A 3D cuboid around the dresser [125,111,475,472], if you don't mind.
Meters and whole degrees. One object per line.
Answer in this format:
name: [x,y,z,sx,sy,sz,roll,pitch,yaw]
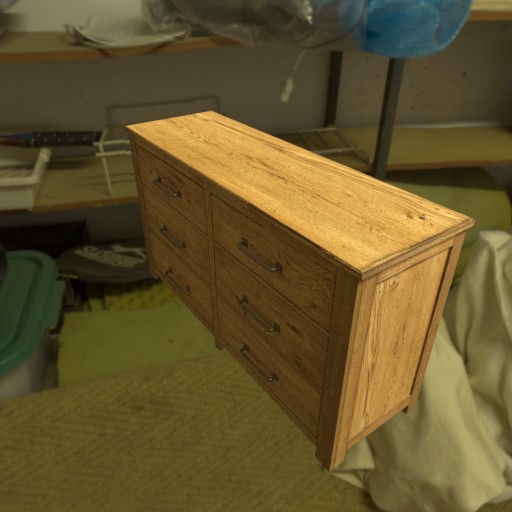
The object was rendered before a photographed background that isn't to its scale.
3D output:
dresser: [0.000,0.000,2.113,0.563,0.932,1.657,-21,38,-29]
